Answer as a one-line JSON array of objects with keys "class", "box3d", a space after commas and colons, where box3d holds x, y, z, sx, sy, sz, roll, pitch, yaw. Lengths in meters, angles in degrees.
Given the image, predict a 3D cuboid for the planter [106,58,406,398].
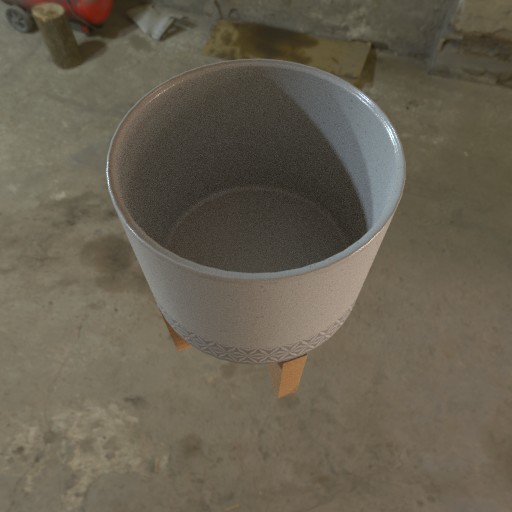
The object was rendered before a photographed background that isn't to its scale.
[{"class": "planter", "box3d": [0.000, 0.000, 0.270, 0.130, 0.178, 0.130, 0, 59, 0]}]
